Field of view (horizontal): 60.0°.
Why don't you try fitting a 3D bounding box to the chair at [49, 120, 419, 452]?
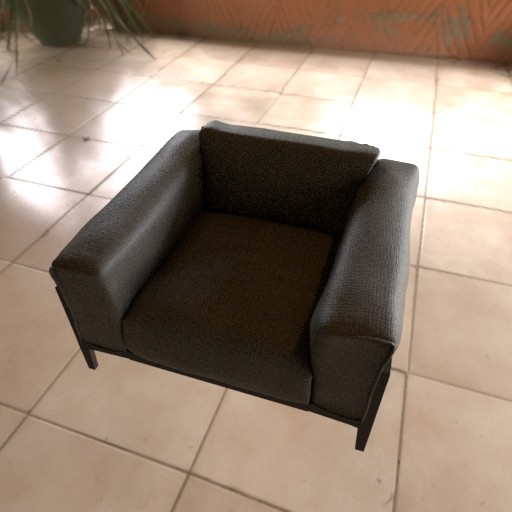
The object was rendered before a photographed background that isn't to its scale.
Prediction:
[{"bbox_3d":[0.000,0.000,1.671,1.056,0.646,0.969,12,43,13],"label":"chair"}]
